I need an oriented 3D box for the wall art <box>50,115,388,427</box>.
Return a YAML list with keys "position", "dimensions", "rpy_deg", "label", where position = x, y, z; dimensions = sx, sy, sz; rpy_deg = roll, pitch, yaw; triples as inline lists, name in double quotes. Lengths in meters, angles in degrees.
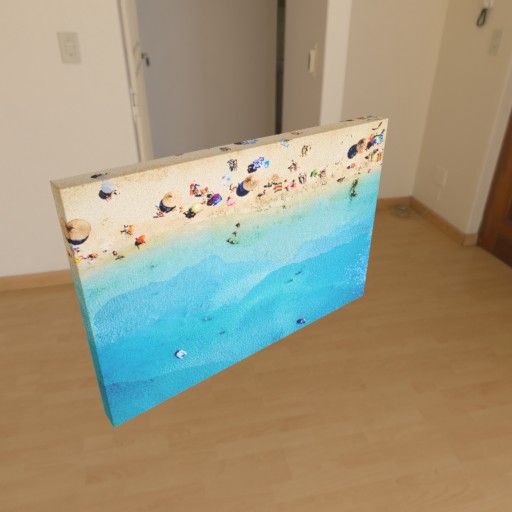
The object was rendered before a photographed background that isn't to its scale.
- position: [0.000, 0.000, 1.158]
  dimensions: [0.894, 0.595, 0.057]
  rpy_deg: [-21, 36, -33]
  label: "wall art"
